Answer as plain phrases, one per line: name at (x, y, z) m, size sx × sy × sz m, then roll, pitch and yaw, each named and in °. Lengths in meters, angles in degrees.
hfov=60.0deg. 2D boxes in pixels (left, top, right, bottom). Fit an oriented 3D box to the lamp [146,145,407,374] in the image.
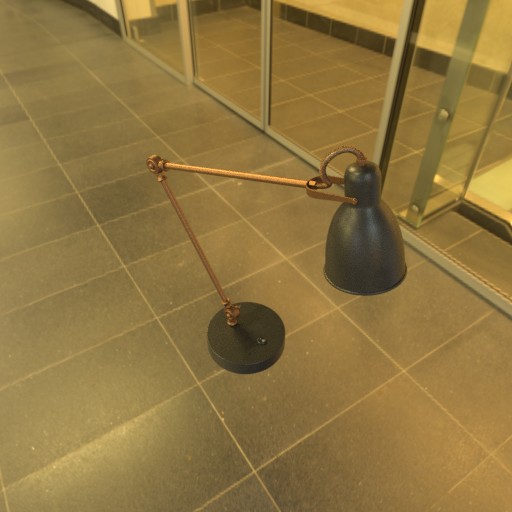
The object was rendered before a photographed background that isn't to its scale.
lamp at (0.000, 0.000, 0.864) m, size 0.561 × 0.587 × 0.187 m, roll 27°, pitch 48°, yaw 27°
